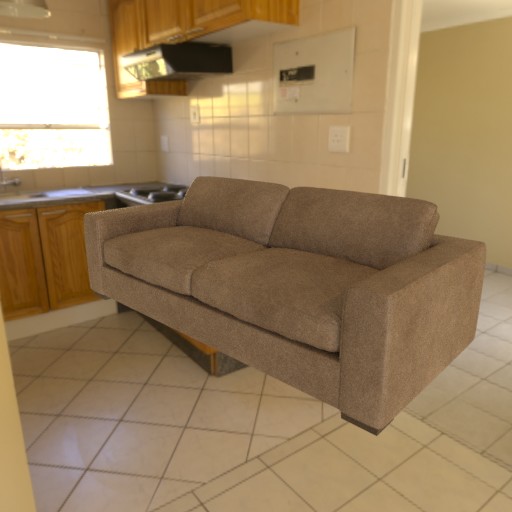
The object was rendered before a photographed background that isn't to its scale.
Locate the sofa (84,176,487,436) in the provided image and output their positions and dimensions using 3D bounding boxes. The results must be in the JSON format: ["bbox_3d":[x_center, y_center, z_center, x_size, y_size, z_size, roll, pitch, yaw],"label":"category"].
[{"bbox_3d":[0.000,0.000,2.662,2.262,0.801,1.070,15,22,41],"label":"sofa"}]
